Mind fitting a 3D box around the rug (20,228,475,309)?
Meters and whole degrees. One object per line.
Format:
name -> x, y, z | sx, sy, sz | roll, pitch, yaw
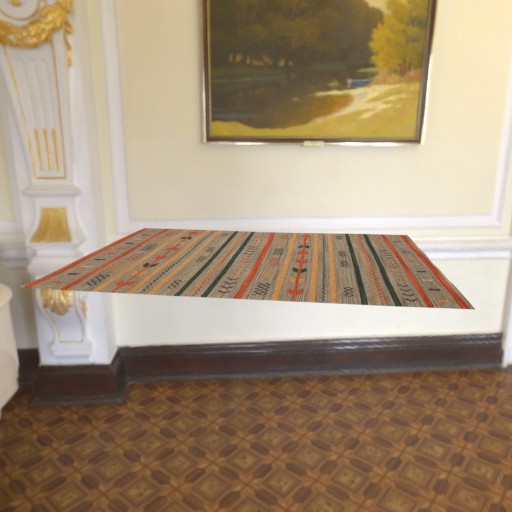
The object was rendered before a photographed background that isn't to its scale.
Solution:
rug -> 0.000, 0.000, 3.976 | 3.029, 0.022, 2.263 | 2, 14, 8
